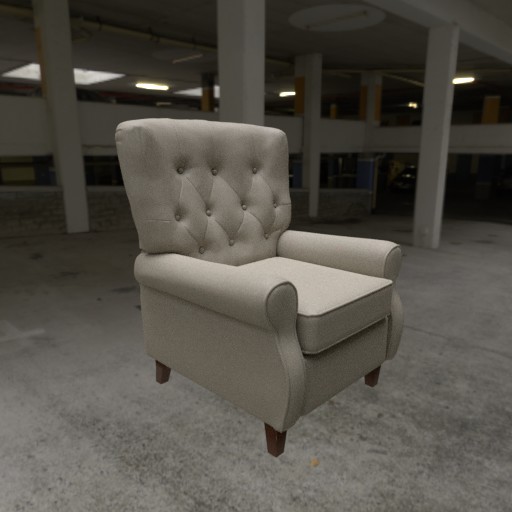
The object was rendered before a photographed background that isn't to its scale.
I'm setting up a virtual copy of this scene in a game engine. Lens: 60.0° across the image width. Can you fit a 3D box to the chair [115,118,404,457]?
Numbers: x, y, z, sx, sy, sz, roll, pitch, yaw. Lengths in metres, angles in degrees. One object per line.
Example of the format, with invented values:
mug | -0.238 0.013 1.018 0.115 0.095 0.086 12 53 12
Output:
chair | 0.000 0.000 1.913 1.059 1.158 0.943 13 19 43
